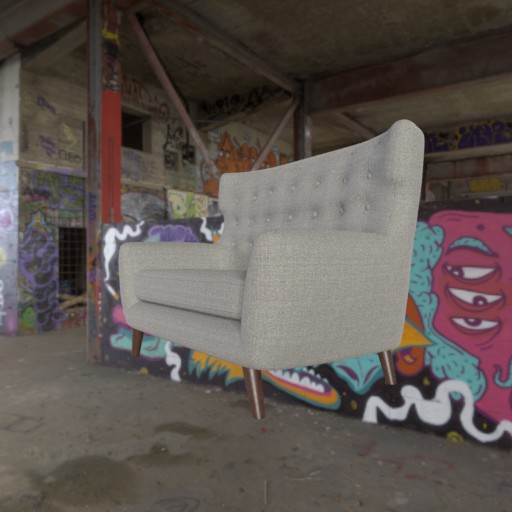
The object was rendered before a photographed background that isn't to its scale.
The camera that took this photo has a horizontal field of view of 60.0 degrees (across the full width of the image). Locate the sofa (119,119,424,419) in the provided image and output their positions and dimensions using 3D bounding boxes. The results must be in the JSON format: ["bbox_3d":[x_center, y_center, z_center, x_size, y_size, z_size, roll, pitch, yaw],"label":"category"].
[{"bbox_3d":[0.000,0.000,2.061,0.884,1.028,1.386,0,-1,-35],"label":"sofa"}]
